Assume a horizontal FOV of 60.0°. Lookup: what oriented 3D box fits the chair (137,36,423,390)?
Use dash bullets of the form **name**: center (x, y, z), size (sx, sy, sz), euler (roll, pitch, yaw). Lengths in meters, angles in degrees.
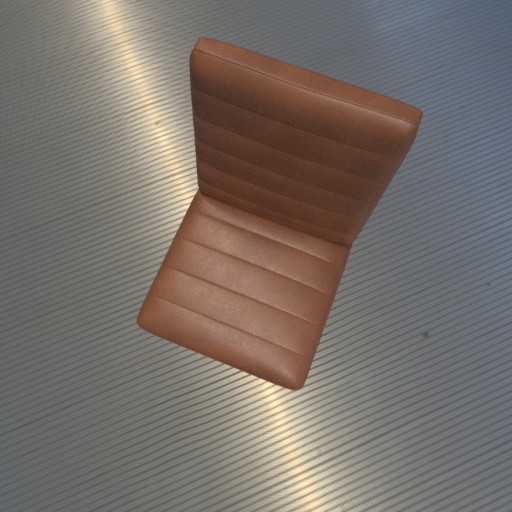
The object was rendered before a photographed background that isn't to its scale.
- **chair**: center (0.000, 0.000, 1.295), size (0.520, 0.930, 0.634), euler (21, 76, 5)
